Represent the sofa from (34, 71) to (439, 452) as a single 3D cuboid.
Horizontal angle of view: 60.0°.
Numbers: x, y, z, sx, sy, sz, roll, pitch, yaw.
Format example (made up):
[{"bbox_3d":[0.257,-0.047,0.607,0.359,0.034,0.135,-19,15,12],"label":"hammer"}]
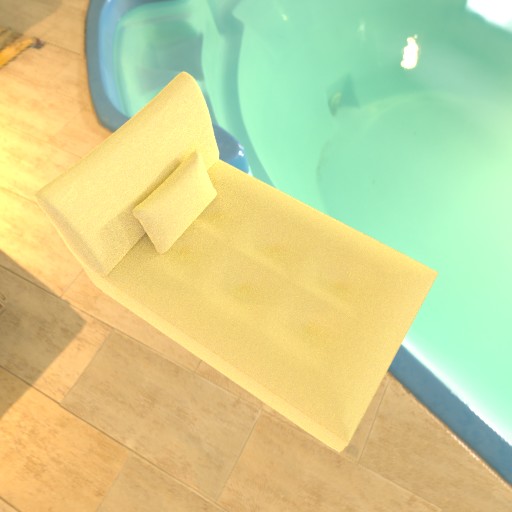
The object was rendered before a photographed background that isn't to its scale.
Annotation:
[{"bbox_3d":[0.000,0.000,1.984,1.450,0.820,0.930,30,63,17],"label":"sofa"}]
